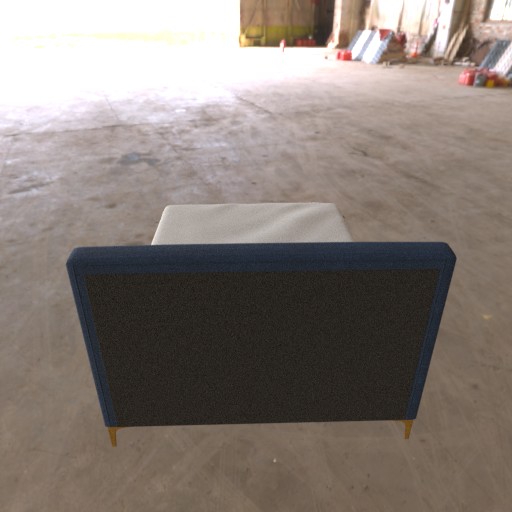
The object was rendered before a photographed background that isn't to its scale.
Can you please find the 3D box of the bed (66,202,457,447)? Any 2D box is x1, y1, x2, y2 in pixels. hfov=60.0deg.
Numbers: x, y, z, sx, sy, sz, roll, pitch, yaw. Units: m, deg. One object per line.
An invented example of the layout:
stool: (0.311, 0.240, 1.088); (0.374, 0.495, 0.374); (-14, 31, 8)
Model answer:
bed: (0.000, 0.000, 3.139); (1.723, 1.231, 2.172); (-1, 29, -2)
